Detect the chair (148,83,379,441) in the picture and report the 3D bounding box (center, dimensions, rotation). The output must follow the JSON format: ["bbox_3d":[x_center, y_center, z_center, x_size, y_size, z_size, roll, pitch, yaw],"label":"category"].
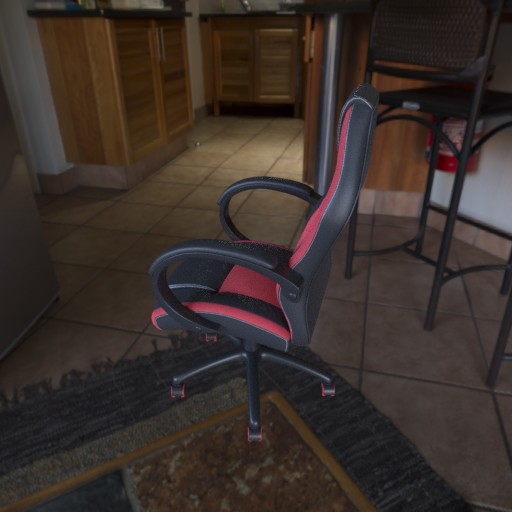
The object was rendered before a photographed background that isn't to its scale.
[{"bbox_3d":[0.000,0.000,1.618,0.724,1.187,0.673,8,30,15],"label":"chair"}]
